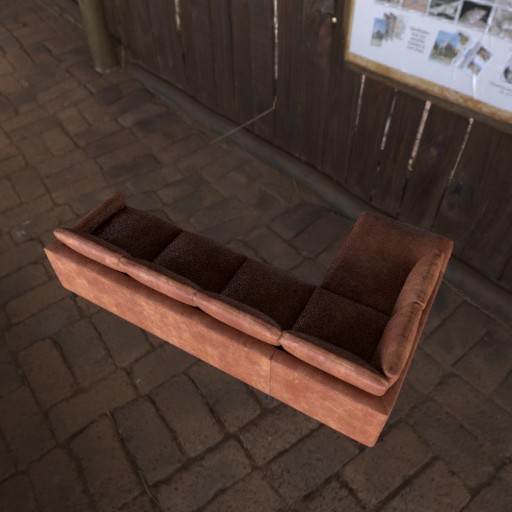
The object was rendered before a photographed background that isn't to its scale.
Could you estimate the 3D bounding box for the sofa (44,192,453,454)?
[{"bbox_3d":[0.000,0.000,3.900,2.984,0.877,1.938,22,50,20],"label":"sofa"}]
